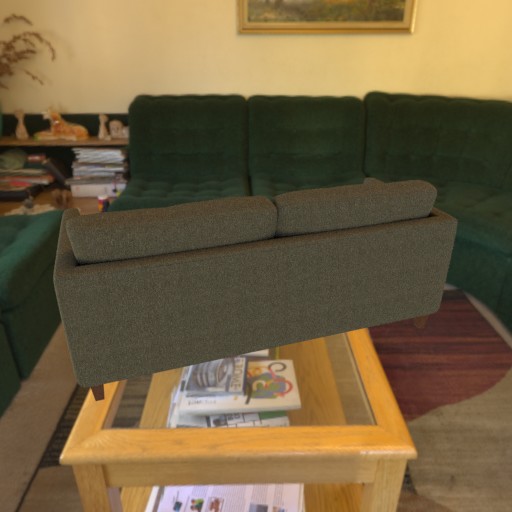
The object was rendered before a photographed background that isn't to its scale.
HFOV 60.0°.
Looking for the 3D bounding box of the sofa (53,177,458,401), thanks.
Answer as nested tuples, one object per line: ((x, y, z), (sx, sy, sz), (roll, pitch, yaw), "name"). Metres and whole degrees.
((0.000, 0.000, 2.762), (2.208, 0.965, 0.948), (-9, 28, -17), "sofa")
